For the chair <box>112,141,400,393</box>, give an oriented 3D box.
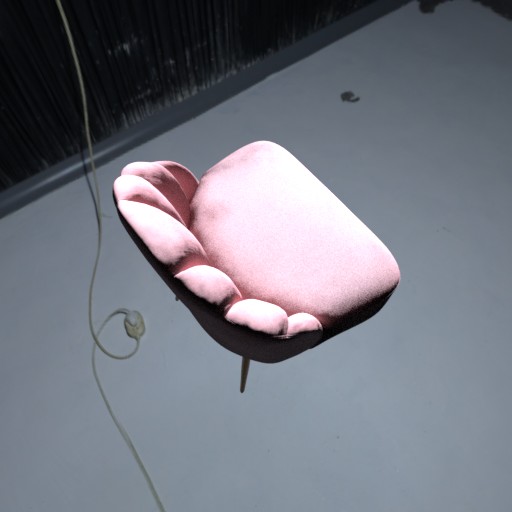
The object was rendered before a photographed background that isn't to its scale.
[{"bbox_3d":[0.000,0.000,1.287,0.599,0.819,0.657,-33,66,-17],"label":"chair"}]
